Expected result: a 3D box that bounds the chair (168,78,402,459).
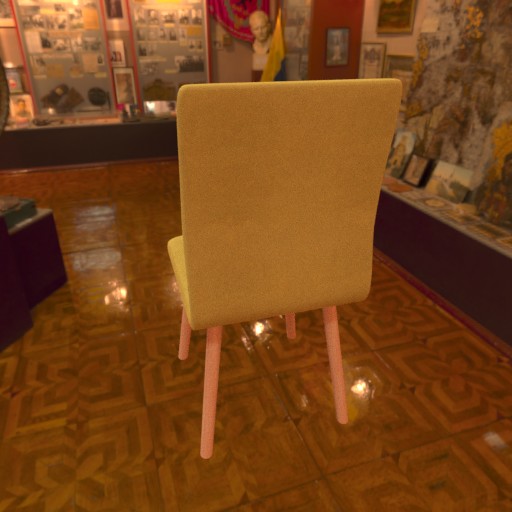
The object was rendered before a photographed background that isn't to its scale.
[{"bbox_3d":[0.000,0.000,1.252,0.450,0.965,0.550,-8,28,-15],"label":"chair"}]
